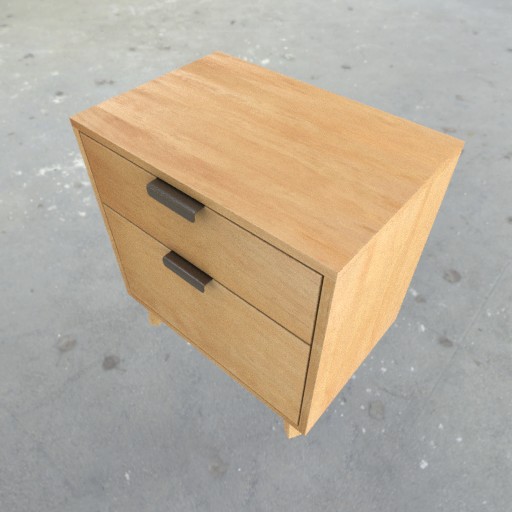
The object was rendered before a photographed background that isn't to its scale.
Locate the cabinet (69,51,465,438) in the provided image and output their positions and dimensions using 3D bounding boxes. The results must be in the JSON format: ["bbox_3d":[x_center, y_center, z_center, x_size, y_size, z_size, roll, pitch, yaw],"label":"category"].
[{"bbox_3d":[0.000,0.000,0.951,0.551,0.599,0.394,32,54,27],"label":"cabinet"}]
